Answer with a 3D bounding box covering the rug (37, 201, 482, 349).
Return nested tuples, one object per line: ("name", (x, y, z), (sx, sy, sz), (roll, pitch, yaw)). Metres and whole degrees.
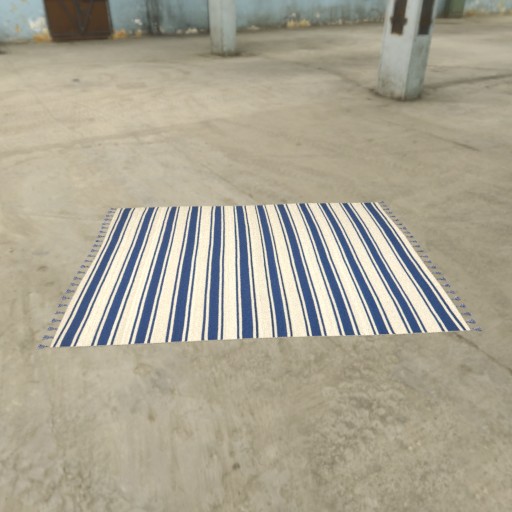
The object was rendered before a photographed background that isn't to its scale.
("rug", (0.000, 0.000, 4.398), (3.416, 0.016, 2.471), (-2, 31, -3))
